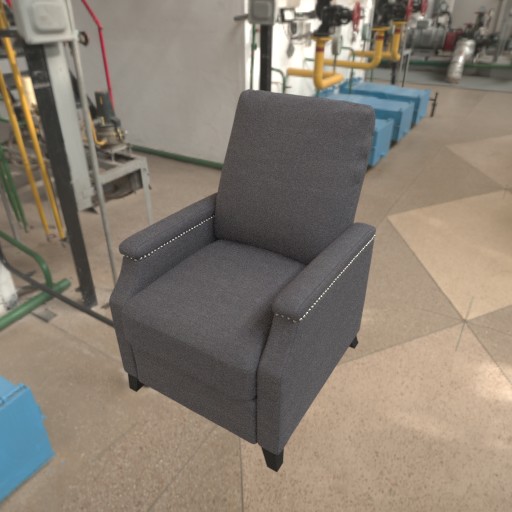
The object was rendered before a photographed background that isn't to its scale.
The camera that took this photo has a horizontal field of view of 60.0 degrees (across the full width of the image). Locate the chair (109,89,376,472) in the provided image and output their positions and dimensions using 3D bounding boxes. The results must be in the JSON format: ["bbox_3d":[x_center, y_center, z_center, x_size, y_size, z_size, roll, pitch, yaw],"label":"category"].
[{"bbox_3d":[0.000,0.000,1.667,0.710,1.049,0.922,18,35,27],"label":"chair"}]
